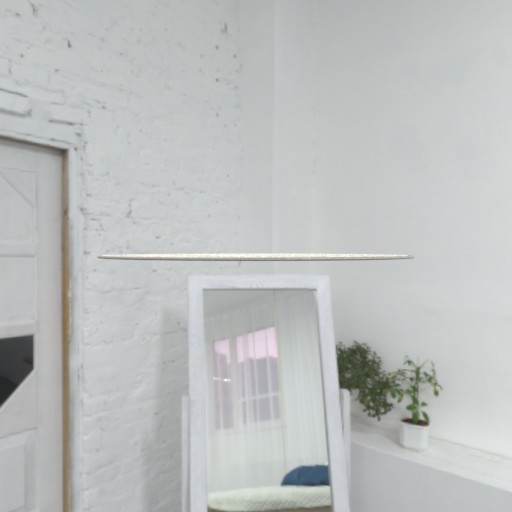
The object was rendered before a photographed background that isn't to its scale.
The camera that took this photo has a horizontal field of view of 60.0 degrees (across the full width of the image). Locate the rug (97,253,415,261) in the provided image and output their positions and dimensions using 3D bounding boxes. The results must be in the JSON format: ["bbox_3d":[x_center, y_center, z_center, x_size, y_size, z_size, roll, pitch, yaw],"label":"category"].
[{"bbox_3d":[0.000,0.000,2.363,1.593,0.012,1.593,0,1,0],"label":"rug"}]
